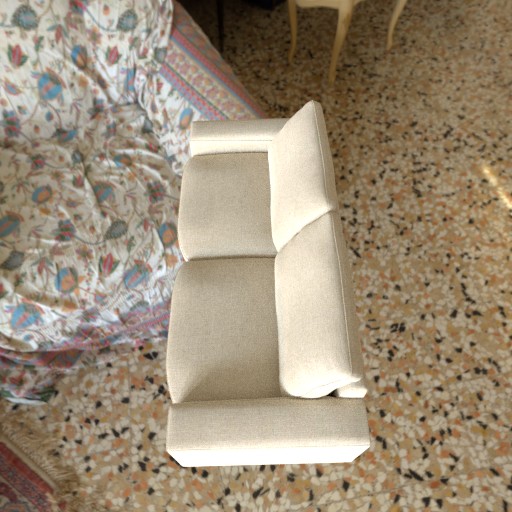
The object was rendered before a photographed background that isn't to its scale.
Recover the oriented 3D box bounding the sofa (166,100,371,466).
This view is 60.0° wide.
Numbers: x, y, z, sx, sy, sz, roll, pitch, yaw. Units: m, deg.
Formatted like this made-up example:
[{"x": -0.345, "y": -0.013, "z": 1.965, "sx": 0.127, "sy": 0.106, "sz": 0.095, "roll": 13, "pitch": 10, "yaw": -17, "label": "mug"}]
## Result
[{"x": 0.000, "y": 0.000, "z": 2.799, "sx": 1.040, "sy": 0.922, "sz": 2.299, "roll": -1, "pitch": 57, "yaw": -1, "label": "sofa"}]
